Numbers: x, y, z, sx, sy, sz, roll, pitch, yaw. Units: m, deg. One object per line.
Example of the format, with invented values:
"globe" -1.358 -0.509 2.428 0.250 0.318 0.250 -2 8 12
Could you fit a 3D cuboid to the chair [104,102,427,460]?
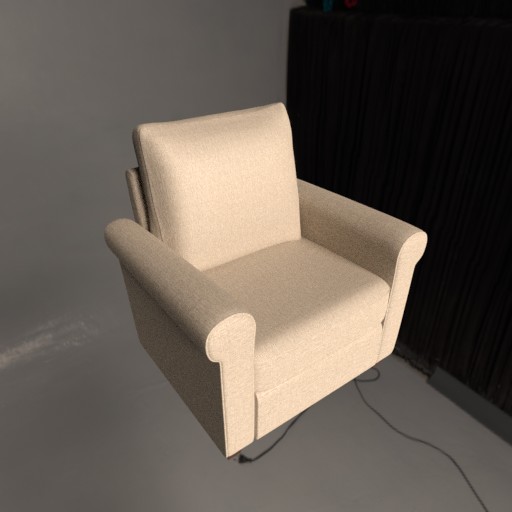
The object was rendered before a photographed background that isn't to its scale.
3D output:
"chair" 0.000 0.000 2.342 1.275 1.349 1.180 -21 37 -30
